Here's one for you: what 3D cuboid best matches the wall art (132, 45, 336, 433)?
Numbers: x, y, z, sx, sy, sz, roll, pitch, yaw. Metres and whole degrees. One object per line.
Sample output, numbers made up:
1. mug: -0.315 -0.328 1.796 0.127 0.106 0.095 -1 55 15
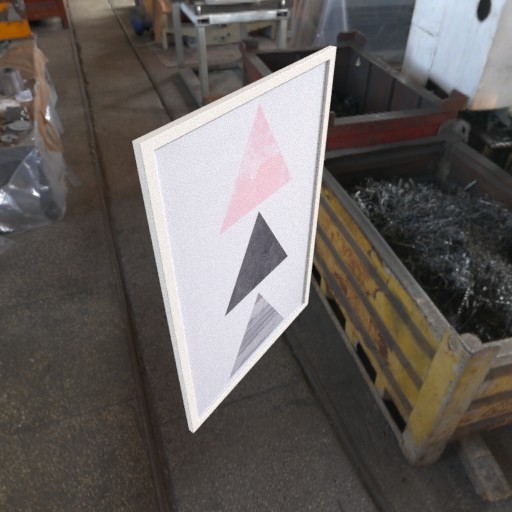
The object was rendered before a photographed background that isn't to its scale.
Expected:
1. wall art: 0.000 0.000 0.853 0.013 0.656 0.456 26 47 27
